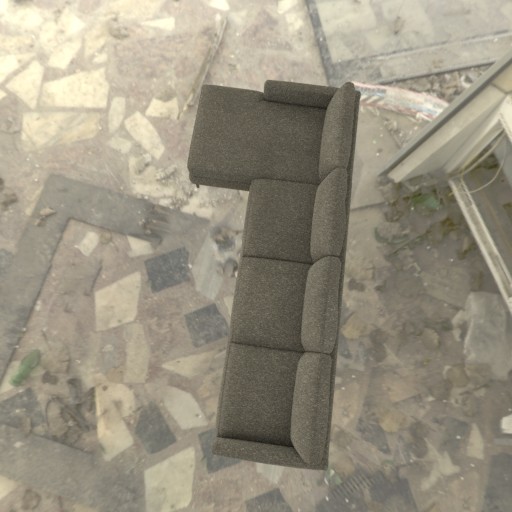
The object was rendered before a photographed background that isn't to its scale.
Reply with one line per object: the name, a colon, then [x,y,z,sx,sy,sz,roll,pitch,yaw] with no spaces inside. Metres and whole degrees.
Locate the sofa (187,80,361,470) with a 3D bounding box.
sofa: [0.000,0.000,3.474,1.350,0.810,2.932,7,77,2]
